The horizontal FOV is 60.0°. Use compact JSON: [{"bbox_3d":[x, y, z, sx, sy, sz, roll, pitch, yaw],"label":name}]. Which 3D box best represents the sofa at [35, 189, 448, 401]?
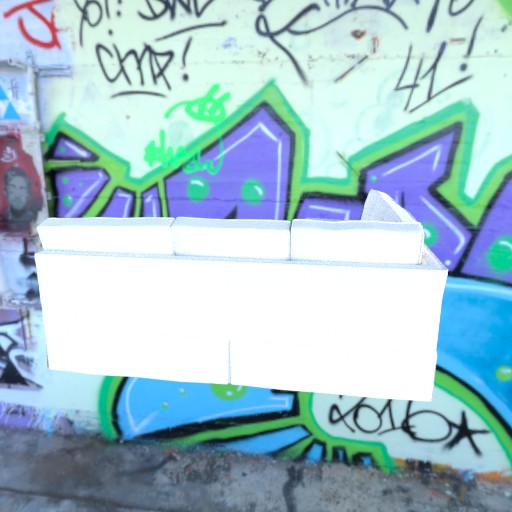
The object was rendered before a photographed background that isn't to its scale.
[{"bbox_3d":[0.000,0.000,3.972,2.597,1.070,2.591,2,15,9],"label":"sofa"}]
